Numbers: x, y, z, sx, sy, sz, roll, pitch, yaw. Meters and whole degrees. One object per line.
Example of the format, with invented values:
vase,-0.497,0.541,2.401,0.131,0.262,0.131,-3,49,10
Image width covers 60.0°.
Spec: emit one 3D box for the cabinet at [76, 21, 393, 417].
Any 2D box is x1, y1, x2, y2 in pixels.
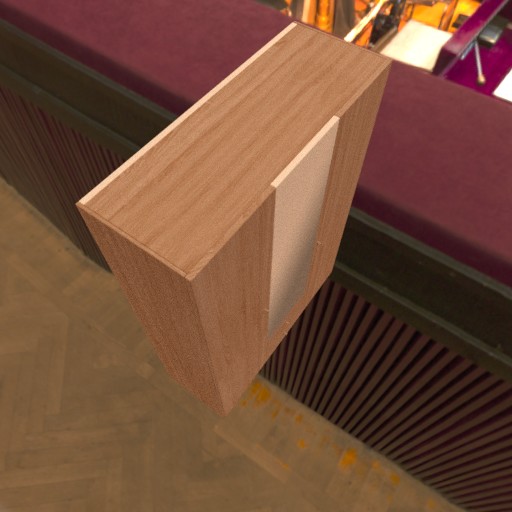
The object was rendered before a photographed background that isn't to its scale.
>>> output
cabinet,0.000,0.000,2.789,0.590,2.120,1.500,31,63,18
